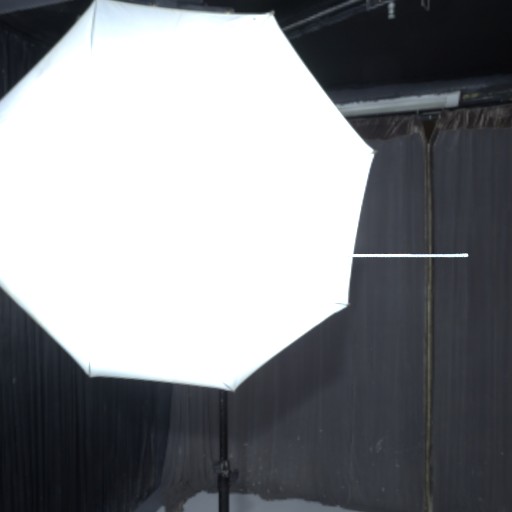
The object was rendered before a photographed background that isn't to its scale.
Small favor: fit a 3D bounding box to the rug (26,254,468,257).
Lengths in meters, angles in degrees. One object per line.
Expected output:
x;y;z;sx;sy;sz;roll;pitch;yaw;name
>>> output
0.000;0.000;3.016;2.438;0.015;1.518;0;0;19;rug
